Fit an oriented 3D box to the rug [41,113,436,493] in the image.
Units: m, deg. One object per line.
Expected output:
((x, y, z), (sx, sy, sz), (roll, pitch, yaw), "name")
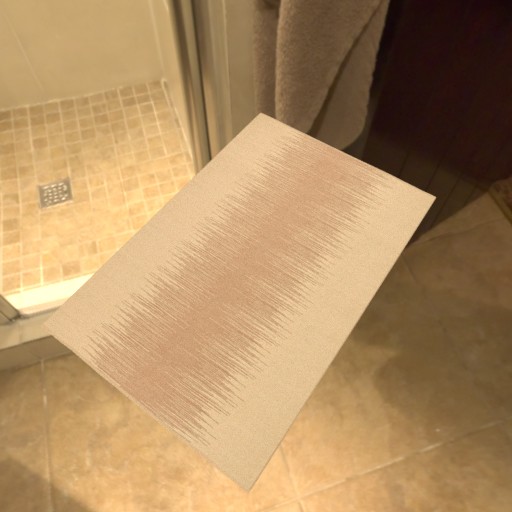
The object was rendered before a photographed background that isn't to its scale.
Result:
((0.000, 0.000, 2.340), (1.234, 0.006, 1.850), (31, 63, 18), "rug")
